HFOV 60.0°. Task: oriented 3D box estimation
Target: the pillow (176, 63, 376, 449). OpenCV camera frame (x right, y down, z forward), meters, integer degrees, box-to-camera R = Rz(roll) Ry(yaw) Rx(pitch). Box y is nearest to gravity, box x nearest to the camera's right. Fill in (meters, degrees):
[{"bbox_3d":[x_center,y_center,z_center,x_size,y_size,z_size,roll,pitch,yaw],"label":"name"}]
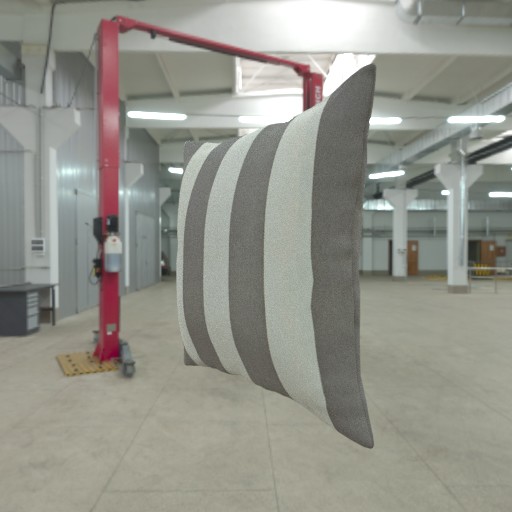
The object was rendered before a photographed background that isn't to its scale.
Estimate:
[{"bbox_3d":[0.000,0.000,0.788,0.192,0.507,0.522,-1,1,-37],"label":"pillow"}]
